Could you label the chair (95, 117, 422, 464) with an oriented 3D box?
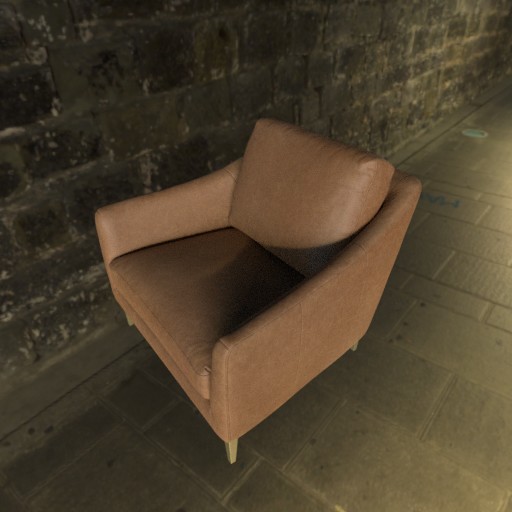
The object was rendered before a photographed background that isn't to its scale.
[{"bbox_3d":[0.000,0.000,1.771,0.963,0.895,0.988,-22,39,-30],"label":"chair"}]
